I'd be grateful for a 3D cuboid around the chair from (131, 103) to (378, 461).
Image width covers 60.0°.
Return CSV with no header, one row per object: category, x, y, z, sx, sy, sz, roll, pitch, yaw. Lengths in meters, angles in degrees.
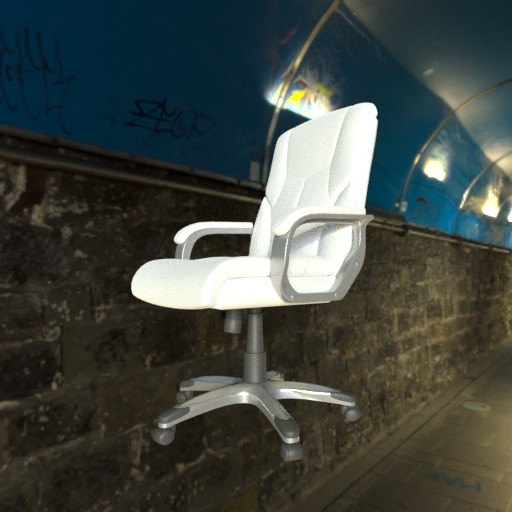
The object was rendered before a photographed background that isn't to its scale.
chair,0.000,0.000,1.531,0.738,1.120,0.687,1,-2,-37
